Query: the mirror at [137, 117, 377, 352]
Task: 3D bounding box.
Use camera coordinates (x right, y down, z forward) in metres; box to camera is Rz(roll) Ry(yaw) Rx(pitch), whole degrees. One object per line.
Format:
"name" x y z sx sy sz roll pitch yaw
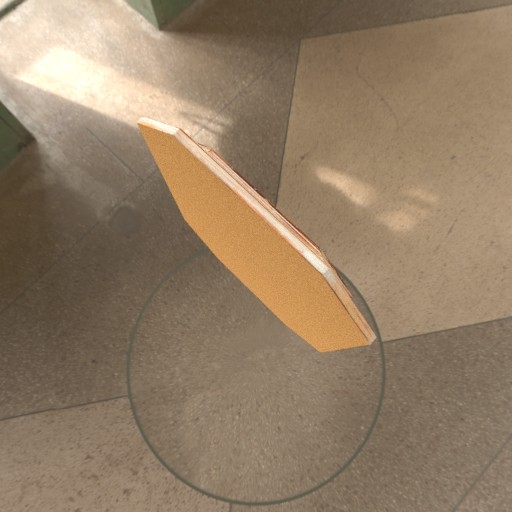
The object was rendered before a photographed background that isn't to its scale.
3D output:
"mirror" 0.000 0.000 1.308 0.709 1.015 0.061 44 80 10
